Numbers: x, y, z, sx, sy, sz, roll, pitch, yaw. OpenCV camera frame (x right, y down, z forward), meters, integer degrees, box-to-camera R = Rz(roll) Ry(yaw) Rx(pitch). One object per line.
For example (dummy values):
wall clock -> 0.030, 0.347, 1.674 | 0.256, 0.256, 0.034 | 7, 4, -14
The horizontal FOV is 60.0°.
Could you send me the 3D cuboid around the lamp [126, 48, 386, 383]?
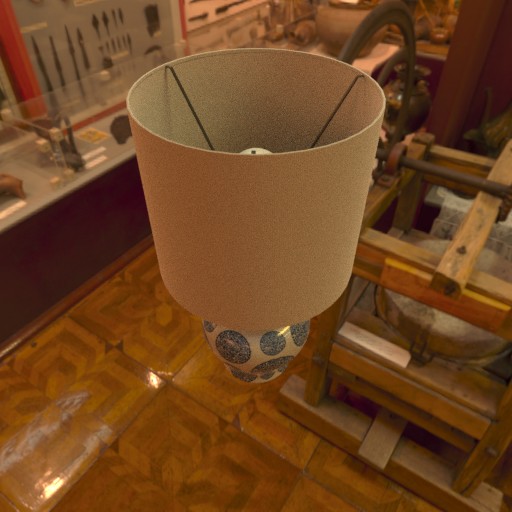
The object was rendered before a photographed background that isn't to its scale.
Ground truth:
lamp -> 0.000, 0.000, 0.504 | 0.215, 0.381, 0.215 | 26, 49, 25
